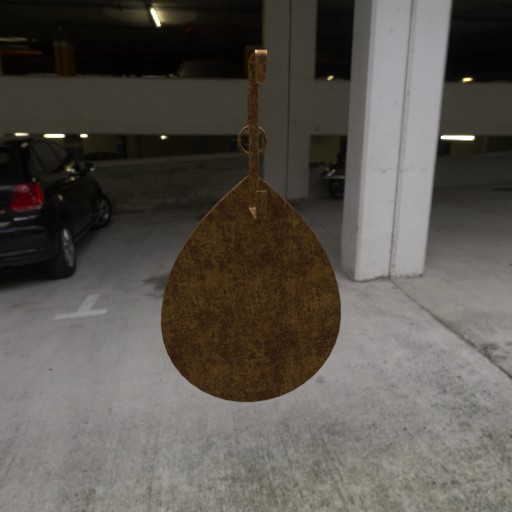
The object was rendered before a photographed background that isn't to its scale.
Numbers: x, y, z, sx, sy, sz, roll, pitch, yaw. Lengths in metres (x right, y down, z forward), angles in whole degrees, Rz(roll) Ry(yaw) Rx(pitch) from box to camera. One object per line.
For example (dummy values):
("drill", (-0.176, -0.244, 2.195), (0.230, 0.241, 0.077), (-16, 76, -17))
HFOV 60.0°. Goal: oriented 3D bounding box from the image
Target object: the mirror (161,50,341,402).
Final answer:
("mirror", (0.000, 0.000, 0.896), (0.405, 0.744, 0.144), (-2, 16, -7))
